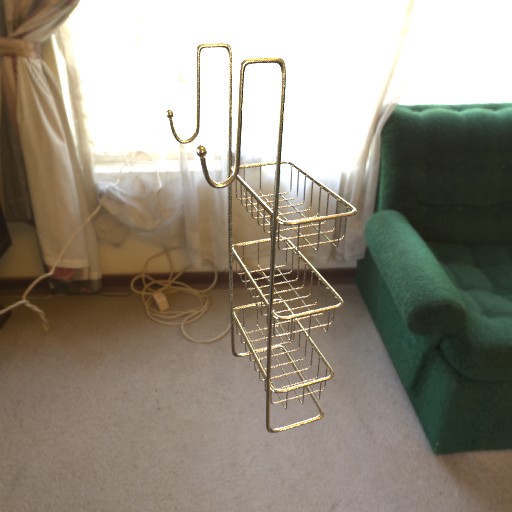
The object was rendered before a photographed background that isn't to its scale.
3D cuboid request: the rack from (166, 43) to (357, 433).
[{"bbox_3d":[0.000,0.000,0.675,0.202,0.574,0.228,-10,31,-17],"label":"rack"}]
